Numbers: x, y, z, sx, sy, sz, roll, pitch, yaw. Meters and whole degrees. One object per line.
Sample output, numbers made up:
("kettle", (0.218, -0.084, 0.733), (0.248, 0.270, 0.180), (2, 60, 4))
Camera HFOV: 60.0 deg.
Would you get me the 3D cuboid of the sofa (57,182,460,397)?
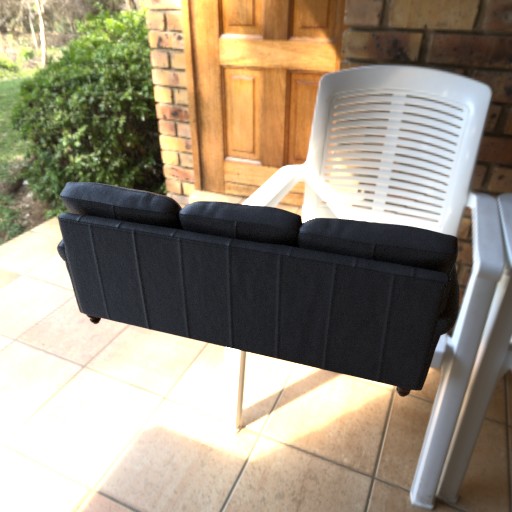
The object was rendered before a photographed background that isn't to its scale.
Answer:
("sofa", (0.000, 0.000, 2.853), (2.387, 0.977, 0.974), (10, 33, 15))
